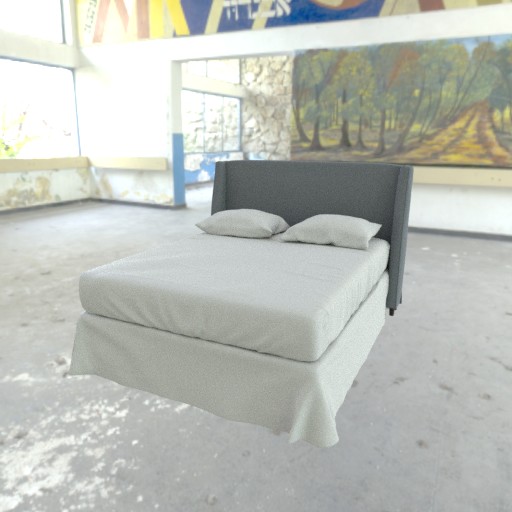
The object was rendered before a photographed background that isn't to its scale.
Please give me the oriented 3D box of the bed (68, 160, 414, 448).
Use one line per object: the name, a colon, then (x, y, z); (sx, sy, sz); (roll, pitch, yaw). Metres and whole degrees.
bed: (0.000, 0.000, 3.390); (1.925, 1.332, 2.276); (7, 16, 25)
